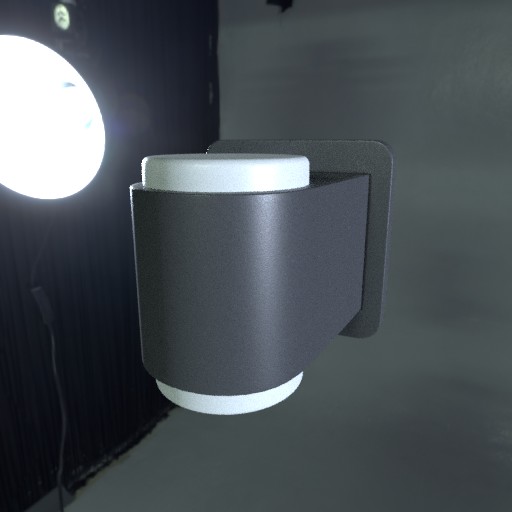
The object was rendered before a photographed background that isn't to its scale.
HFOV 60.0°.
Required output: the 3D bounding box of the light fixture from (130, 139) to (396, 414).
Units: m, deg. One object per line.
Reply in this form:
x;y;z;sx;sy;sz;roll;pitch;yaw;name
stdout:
0.000;0.000;0.214;0.109;0.109;0.132;7;16;24;light fixture
